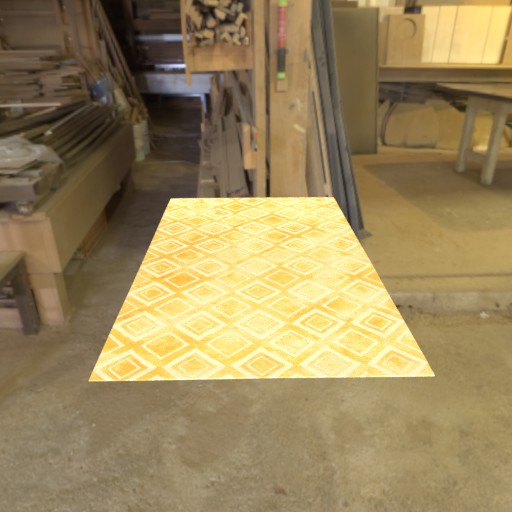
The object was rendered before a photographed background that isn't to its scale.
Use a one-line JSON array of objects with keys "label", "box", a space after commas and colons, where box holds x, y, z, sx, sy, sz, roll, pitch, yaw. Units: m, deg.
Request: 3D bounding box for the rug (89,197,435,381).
[{"label": "rug", "box": [0.000, 0.000, 3.015, 1.511, 0.010, 2.424, -1, 26, -1]}]
